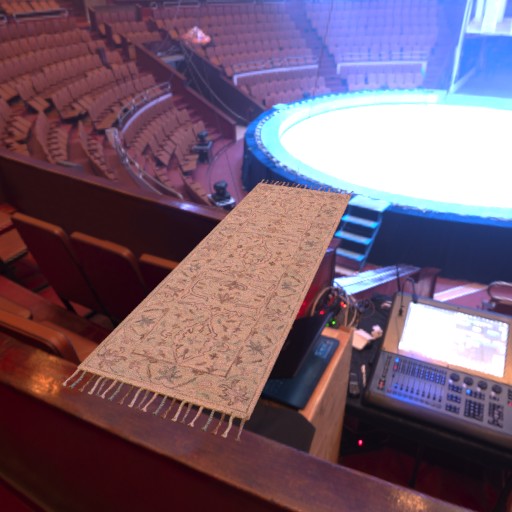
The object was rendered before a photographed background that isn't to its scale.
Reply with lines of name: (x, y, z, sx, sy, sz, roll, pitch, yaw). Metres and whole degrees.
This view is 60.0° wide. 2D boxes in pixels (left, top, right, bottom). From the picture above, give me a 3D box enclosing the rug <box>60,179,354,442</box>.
rug: (0.000, 0.000, 2.635, 0.769, 0.013, 2.440, 10, 32, 17)
